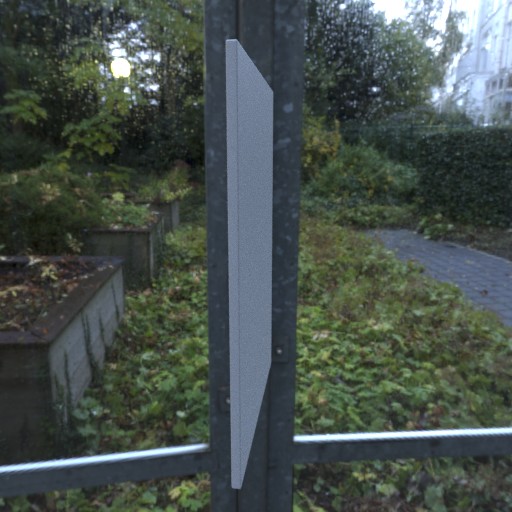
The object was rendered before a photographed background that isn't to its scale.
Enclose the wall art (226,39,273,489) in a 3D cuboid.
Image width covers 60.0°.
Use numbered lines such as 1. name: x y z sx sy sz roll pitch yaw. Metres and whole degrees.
1. wall art: 0.000 0.000 0.621 0.011 0.482 0.329 2 12 8
